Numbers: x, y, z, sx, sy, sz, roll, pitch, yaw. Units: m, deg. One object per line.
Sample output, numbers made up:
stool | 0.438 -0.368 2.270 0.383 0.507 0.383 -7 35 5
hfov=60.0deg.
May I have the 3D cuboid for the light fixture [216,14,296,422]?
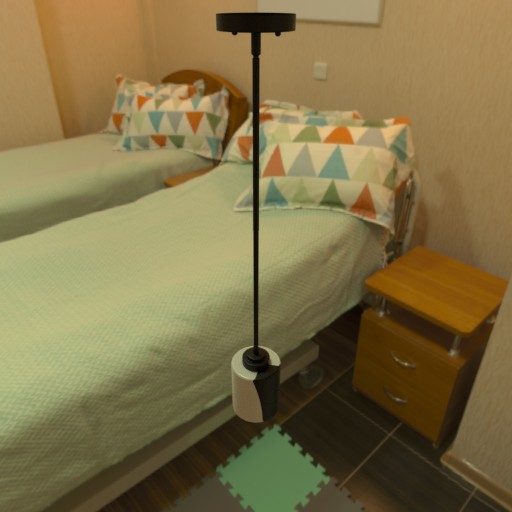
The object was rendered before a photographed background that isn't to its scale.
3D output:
light fixture | 0.000 0.000 0.900 0.123 0.863 0.123 9 32 16
